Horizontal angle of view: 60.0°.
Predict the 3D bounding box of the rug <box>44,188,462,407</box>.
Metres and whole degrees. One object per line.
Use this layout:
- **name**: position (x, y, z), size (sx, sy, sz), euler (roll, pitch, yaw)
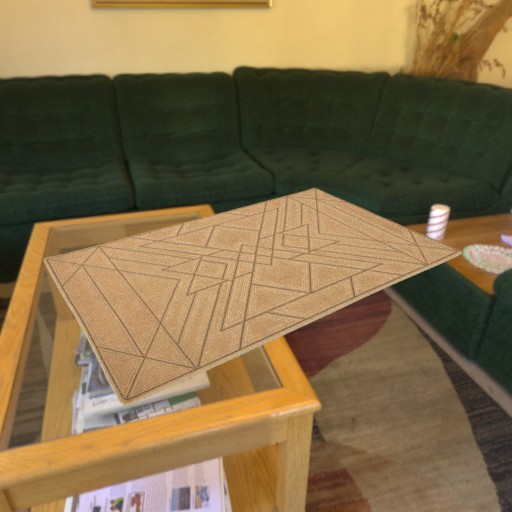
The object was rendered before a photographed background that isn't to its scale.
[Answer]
- **rug**: position (0.000, 0.000, 3.072), size (2.459, 0.023, 1.575), euler (-18, 34, -30)
